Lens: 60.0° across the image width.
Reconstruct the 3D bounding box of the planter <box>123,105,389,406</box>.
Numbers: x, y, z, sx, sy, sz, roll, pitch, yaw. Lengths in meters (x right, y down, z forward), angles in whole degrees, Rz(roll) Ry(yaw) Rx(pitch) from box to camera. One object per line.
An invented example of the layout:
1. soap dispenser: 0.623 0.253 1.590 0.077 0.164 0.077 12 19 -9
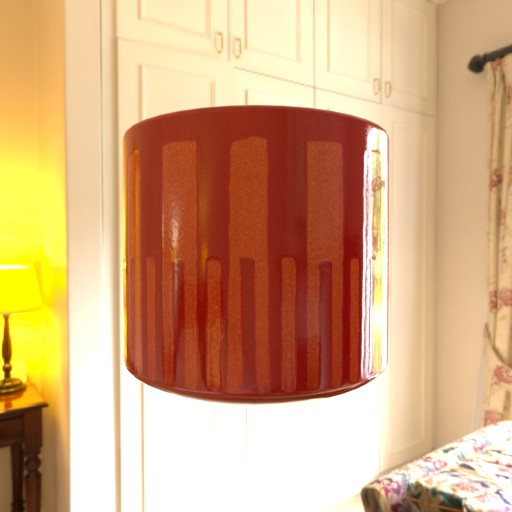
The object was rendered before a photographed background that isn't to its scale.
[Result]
1. planter: 0.000 0.000 0.401 0.230 0.202 0.230 0 2 0
